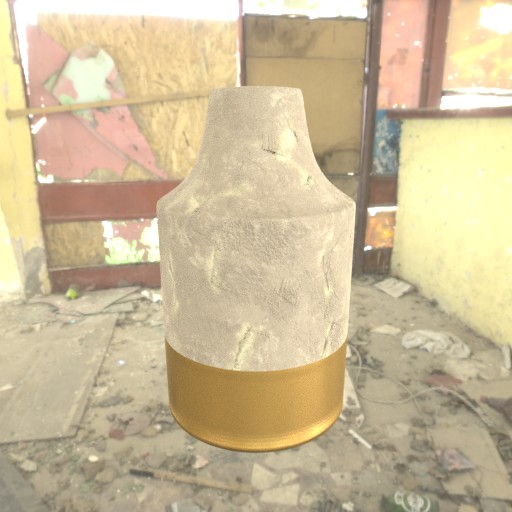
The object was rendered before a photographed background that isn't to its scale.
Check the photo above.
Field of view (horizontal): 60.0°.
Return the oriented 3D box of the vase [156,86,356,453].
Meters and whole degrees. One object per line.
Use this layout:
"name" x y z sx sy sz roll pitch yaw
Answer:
"vase" 0.000 0.000 0.432 0.184 0.305 0.184 0 17 0
